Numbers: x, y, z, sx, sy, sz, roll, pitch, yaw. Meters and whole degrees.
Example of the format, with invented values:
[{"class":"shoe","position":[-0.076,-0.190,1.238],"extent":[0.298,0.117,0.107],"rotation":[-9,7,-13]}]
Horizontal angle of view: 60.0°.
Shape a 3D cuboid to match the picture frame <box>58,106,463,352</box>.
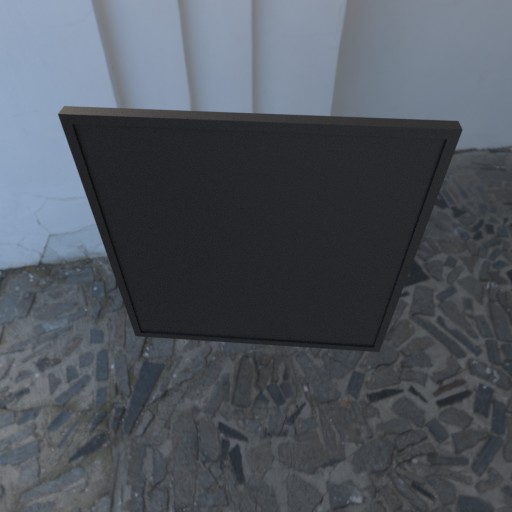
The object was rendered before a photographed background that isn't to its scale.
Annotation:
[{"class":"picture frame","position":[0.000,0.000,1.136],"extent":[0.775,0.775,0.032],"rotation":[3,46,3]}]
